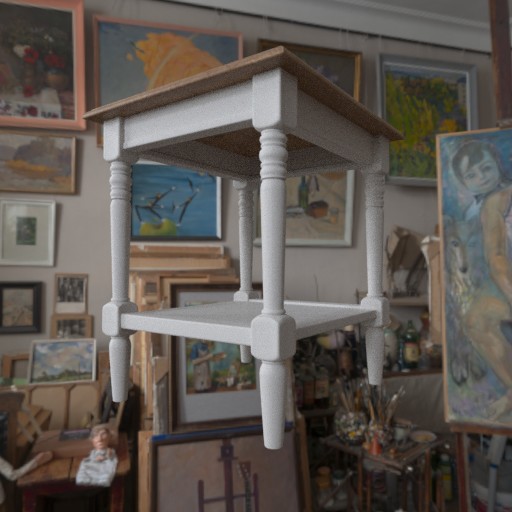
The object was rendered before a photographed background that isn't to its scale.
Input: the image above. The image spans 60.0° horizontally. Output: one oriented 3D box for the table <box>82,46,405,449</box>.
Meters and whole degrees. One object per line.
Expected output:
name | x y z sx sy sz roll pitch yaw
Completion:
table | 0.000 0.000 0.919 0.457 0.561 0.508 -1 -1 36
